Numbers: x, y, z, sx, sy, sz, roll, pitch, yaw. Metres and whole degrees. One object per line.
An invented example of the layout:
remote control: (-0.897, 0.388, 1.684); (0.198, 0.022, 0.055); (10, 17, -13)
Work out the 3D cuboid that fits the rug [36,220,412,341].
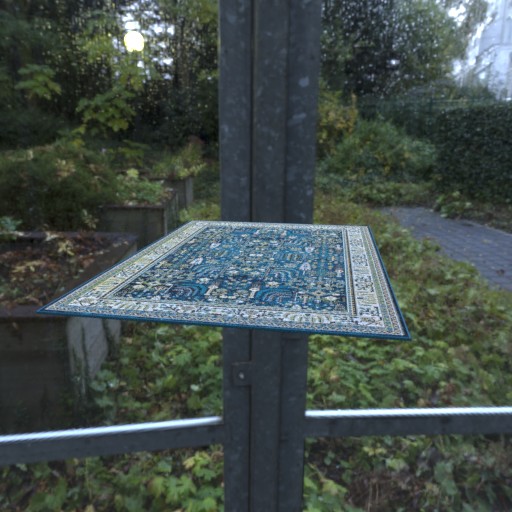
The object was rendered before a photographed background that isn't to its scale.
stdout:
rug: (0.000, 0.000, 2.881); (1.594, 0.013, 2.213); (3, 15, 9)
